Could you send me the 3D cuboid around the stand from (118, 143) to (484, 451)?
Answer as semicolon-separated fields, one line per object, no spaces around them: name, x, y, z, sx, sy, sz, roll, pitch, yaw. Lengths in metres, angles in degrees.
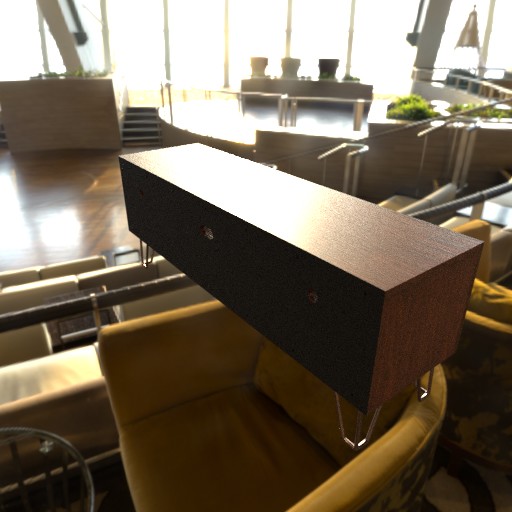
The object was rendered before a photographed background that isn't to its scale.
stand;0.000;0.000;1.892;0.481;0.610;1.626;-19;32;-33
